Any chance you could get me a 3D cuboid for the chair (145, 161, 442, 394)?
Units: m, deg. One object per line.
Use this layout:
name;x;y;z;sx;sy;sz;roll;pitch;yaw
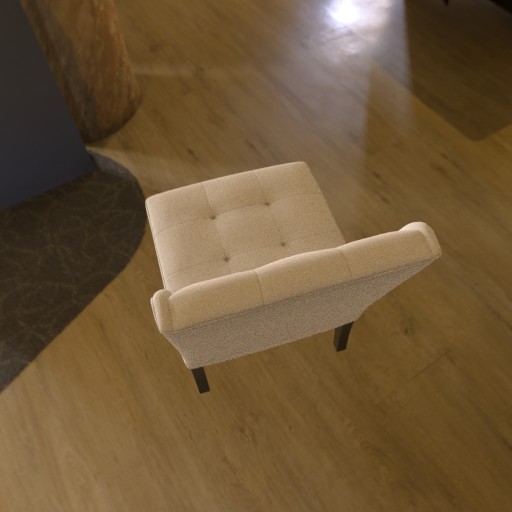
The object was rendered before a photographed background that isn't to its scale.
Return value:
chair;0.000;0.000;1.318;0.569;0.853;0.676;-15;60;-9
